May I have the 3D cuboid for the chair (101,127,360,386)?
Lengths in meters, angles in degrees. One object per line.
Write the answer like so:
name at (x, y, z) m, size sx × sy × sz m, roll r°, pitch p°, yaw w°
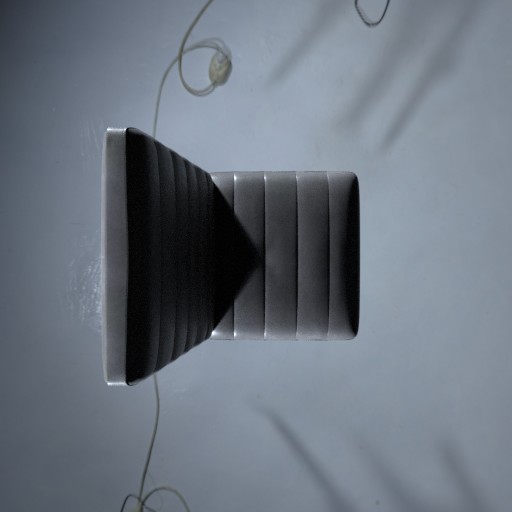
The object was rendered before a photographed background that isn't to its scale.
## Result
chair at (0.000, 0.000, 1.313) m, size 0.634 × 0.930 × 0.520 m, roll 0°, pitch 90°, yaw -2°
